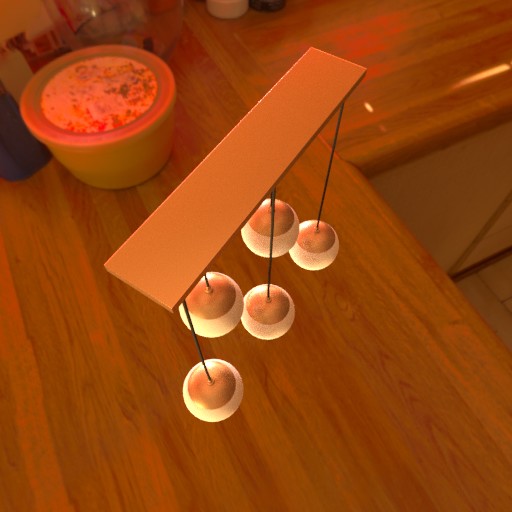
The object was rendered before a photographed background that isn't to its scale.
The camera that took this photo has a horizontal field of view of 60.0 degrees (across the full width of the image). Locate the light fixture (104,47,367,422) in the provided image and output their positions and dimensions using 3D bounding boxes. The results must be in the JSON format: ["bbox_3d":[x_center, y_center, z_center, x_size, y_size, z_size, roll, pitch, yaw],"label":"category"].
[{"bbox_3d":[0.000,0.000,1.316,0.299,0.869,0.863,29,63,16],"label":"light fixture"}]
